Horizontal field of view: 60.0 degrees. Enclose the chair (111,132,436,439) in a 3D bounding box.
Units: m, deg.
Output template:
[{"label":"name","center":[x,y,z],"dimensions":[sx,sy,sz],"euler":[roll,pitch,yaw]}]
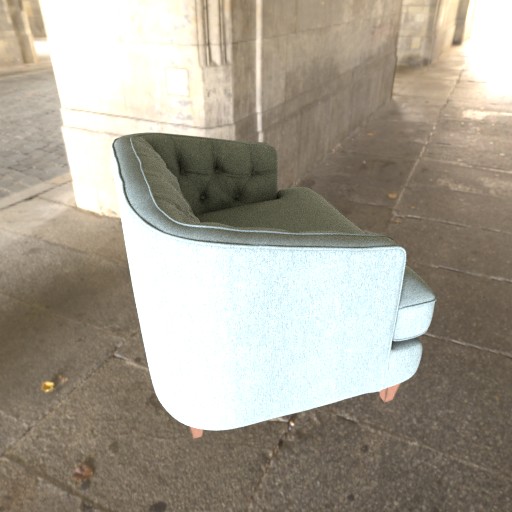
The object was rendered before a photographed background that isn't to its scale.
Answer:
[{"label":"chair","center":[0.000,0.000,1.729],"dimensions":[0.945,0.852,1.094],"euler":[-10,32,-17]}]
